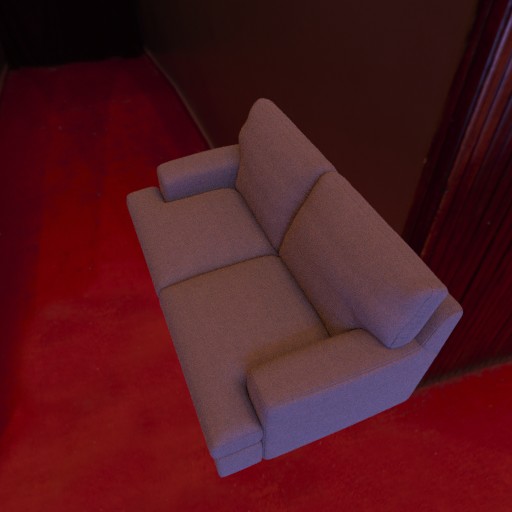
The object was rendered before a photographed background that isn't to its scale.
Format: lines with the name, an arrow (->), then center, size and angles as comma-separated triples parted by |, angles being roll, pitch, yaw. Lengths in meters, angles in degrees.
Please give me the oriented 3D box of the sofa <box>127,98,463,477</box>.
sofa -> 0.000, 0.000, 2.462 | 1.140, 0.950, 1.869 | -16, 48, -16
